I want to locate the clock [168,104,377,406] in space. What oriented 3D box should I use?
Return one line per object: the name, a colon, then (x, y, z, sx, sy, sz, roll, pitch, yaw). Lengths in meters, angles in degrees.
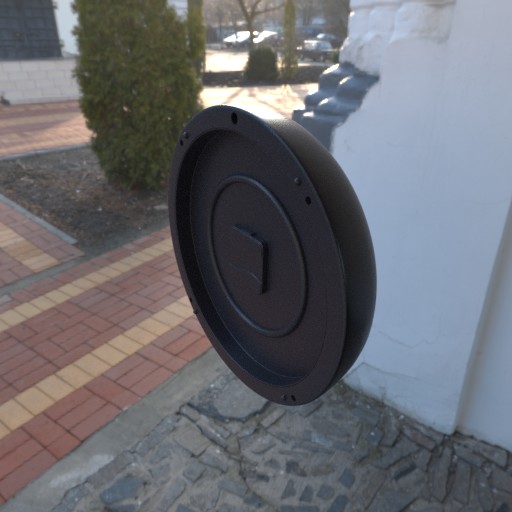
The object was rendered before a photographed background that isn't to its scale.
clock: (0.000, 0.000, 0.457, 0.060, 0.300, 0.300, -18, 32, -32)
